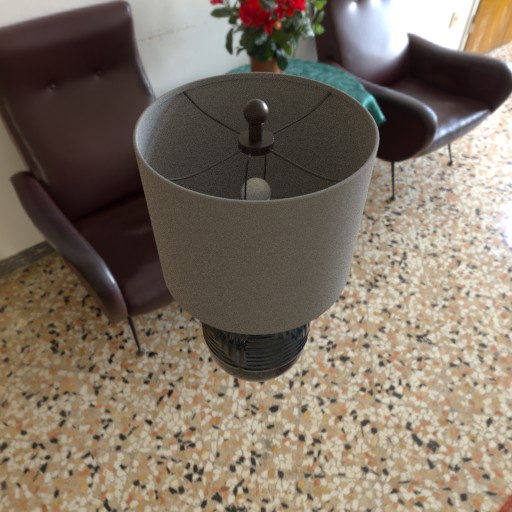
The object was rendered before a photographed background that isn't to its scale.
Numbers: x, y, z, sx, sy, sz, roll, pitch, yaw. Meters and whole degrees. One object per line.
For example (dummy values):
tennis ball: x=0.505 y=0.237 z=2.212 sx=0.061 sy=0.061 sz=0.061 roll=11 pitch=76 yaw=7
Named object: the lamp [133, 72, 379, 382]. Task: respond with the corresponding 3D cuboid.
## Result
lamp: x=0.000 y=0.000 z=0.762 sx=0.318 sy=0.567 sz=0.318 roll=0 pitch=47 yaw=0
